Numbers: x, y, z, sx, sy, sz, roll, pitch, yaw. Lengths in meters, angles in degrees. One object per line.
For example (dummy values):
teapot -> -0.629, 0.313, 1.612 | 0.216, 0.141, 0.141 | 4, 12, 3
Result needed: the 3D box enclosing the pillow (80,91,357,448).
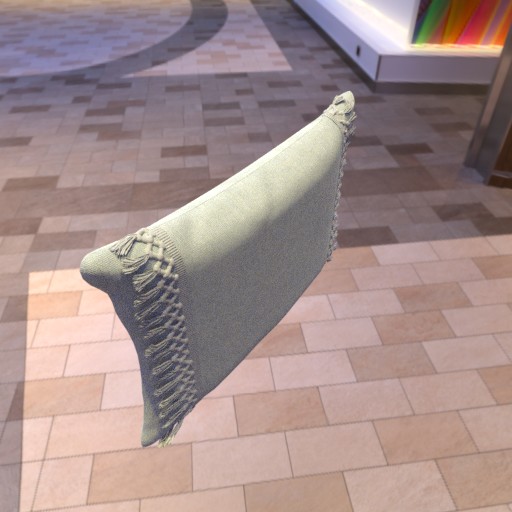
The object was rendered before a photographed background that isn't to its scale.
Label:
pillow -> 0.000, 0.000, 0.584 | 0.084, 0.305, 0.466 | 25, 46, 27
